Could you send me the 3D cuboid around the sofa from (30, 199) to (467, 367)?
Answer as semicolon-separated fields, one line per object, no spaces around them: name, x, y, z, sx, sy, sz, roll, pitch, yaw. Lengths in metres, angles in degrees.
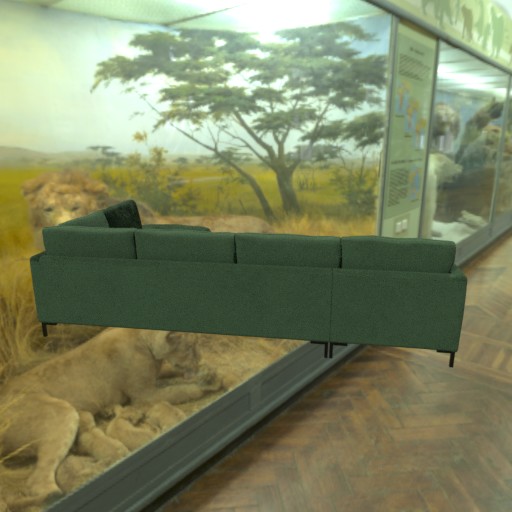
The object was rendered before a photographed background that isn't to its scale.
sofa;0.000;0.000;3.260;2.486;0.687;1.707;2;16;9
